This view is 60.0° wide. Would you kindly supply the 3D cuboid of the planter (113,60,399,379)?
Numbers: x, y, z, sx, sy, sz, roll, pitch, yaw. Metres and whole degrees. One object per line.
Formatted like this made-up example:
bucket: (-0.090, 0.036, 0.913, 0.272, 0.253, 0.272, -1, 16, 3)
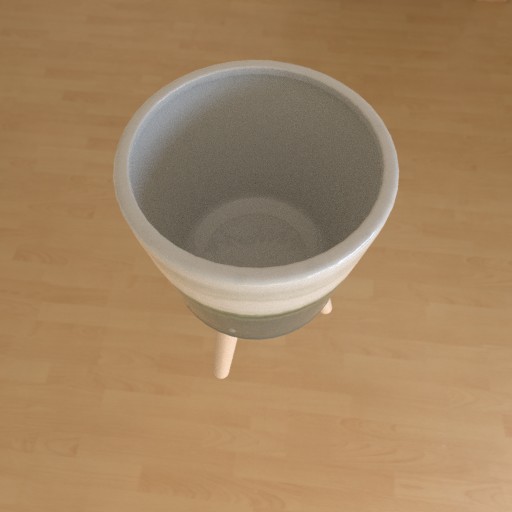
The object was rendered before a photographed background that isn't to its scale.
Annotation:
planter: (0.000, 0.000, 0.482, 0.217, 0.331, 0.217, -17, 63, -9)
